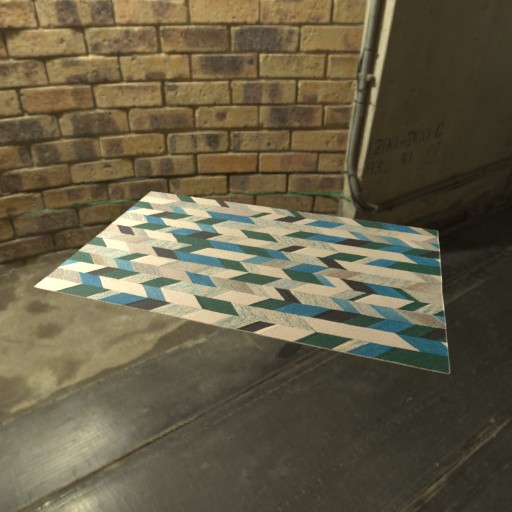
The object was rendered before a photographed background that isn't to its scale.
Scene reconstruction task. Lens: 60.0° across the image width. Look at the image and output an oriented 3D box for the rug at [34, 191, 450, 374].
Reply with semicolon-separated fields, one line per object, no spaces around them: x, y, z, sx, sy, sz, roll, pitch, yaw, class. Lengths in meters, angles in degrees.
0.000;0.000;3.053;2.433;0.007;1.507;9;34;14;rug
